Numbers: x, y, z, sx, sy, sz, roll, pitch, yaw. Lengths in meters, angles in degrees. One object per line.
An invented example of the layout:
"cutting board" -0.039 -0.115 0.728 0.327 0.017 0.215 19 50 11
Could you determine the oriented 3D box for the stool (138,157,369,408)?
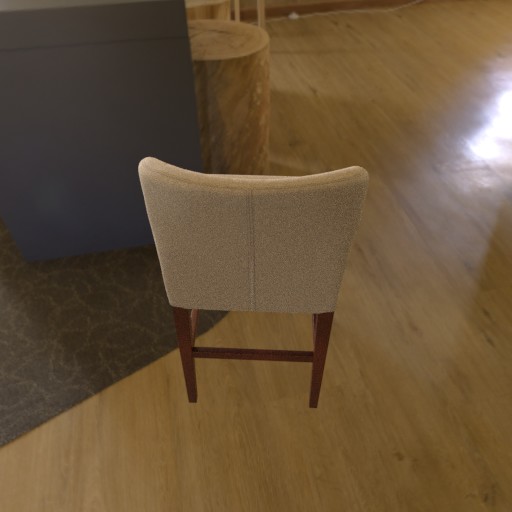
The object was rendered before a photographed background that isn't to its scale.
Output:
"stool" 0.000 0.000 1.342 0.479 0.968 0.568 2 48 2
